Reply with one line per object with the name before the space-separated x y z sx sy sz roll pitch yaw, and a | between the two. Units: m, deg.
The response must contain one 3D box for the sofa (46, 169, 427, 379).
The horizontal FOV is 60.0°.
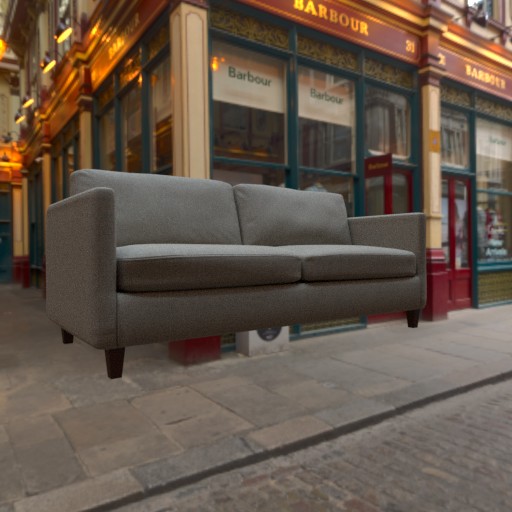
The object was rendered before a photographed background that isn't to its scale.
sofa | 0.000 0.000 2.703 2.208 0.963 0.956 -1 1 -36
